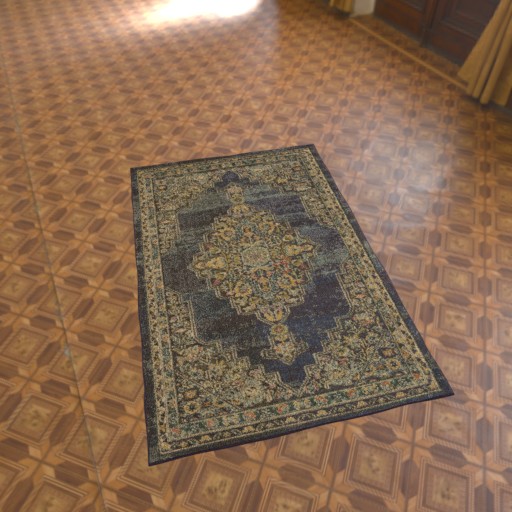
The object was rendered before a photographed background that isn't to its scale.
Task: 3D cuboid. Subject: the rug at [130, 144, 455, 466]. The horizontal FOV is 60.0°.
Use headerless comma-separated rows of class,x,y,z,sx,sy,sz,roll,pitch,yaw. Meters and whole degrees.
rug,0.000,0.000,2.218,1.184,0.012,1.781,-10,48,-9
